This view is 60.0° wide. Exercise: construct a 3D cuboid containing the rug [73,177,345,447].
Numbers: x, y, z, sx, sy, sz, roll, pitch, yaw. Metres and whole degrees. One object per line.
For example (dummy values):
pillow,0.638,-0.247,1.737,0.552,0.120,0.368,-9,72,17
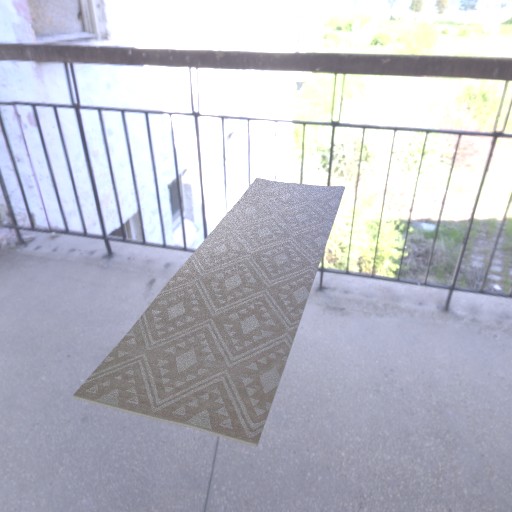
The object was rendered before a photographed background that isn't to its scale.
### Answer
rug,0.000,0.000,2.627,0.752,0.051,2.452,9,32,14
